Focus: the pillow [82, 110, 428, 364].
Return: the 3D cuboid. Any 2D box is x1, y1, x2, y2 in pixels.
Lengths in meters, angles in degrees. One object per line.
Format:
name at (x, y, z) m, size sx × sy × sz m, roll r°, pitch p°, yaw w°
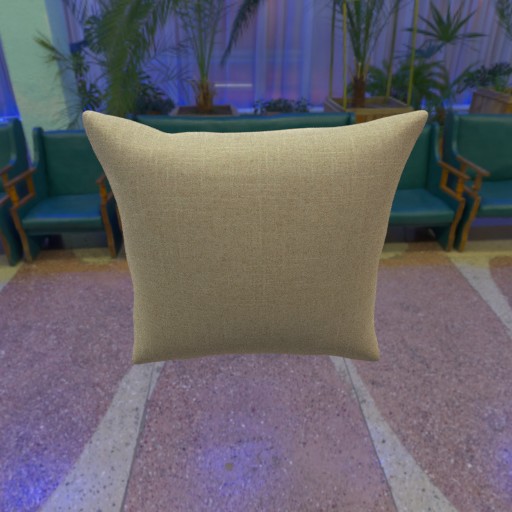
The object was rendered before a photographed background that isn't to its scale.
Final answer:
pillow at (0.000, 0.000, 0.626) m, size 0.414 × 0.399 × 0.173 m, roll -1°, pitch 29°, yaw -1°
